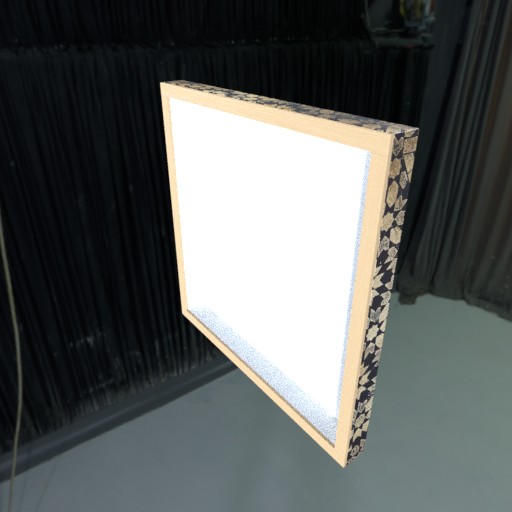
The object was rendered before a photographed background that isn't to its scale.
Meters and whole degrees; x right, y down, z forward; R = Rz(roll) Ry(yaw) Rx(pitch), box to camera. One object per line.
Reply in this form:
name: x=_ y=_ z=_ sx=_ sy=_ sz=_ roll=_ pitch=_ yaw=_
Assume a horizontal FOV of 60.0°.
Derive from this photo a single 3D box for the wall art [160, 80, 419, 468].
wall art: x=0.000 y=0.000 z=0.600 sx=0.038 sy=0.405 sz=0.405 roll=-20 pitch=34 yaw=-32
